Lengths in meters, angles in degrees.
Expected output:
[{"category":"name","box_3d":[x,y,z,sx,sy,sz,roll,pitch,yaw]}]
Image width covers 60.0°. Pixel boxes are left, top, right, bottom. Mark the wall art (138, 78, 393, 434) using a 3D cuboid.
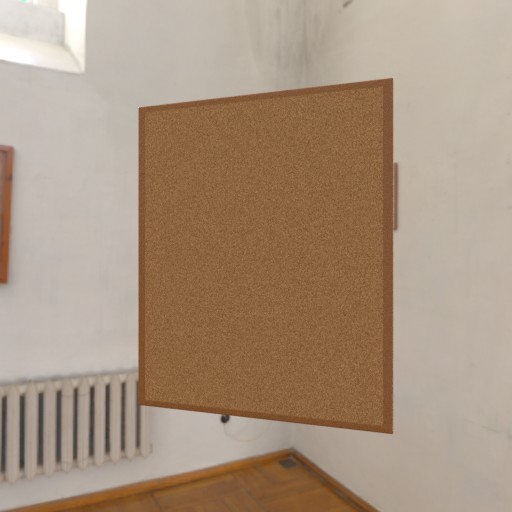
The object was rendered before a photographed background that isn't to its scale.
[{"category":"wall art","box_3d":[0.000,0.000,0.764,0.452,0.553,0.022,0,0,17]}]
